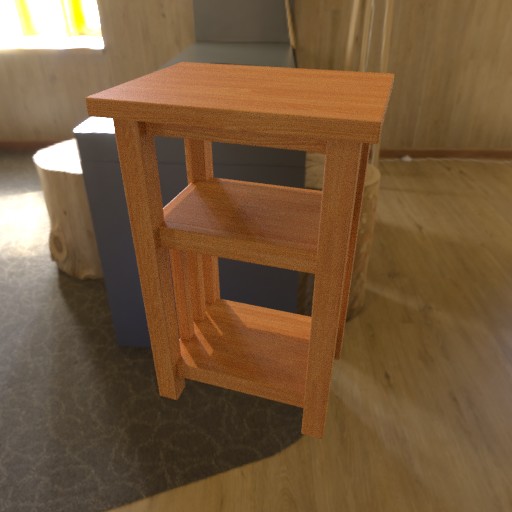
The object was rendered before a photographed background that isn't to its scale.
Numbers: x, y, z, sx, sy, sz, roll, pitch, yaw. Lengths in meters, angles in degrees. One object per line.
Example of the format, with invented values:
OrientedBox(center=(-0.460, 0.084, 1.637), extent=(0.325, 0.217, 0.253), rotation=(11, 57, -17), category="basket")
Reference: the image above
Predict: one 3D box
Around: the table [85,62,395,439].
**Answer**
OrientedBox(center=(0.000, 0.000, 0.746), extent=(0.350, 0.550, 0.270), rotation=(10, 34, 15), category="table")
